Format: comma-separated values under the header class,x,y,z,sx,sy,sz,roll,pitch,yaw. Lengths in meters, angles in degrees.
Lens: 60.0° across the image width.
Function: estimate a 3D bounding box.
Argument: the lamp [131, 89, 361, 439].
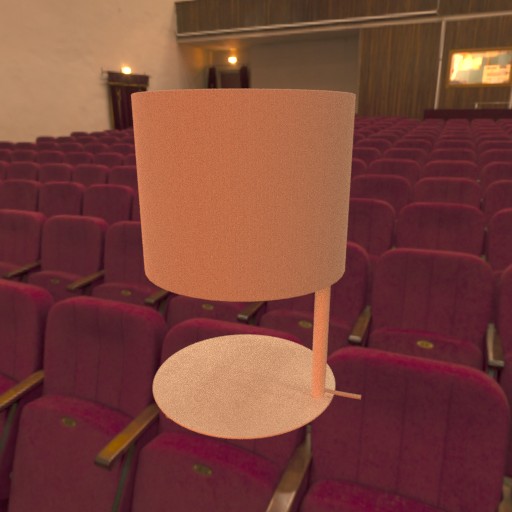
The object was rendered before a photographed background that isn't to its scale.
class,x,y,z,sx,sy,sz,roll,pitch,yaw
lamp,0.000,0.000,0.667,0.341,0.454,0.299,7,19,23
